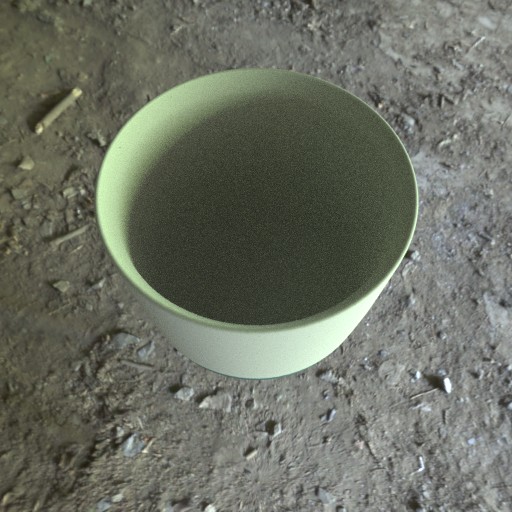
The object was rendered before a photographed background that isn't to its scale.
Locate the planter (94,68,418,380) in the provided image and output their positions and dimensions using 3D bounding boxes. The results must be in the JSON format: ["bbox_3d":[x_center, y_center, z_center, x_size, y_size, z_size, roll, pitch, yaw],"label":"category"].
[{"bbox_3d":[0.000,0.000,0.375,0.204,0.214,0.204,0,63,0],"label":"planter"}]
